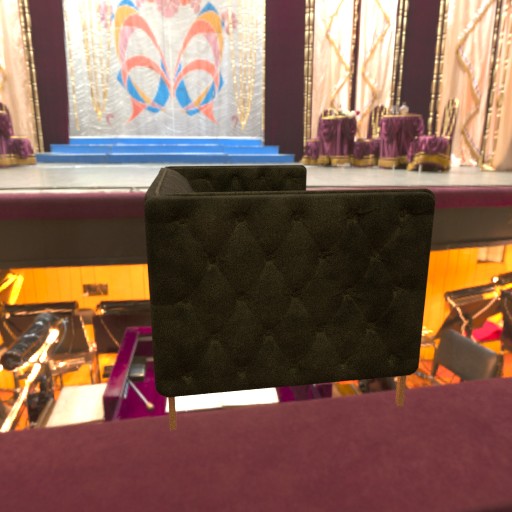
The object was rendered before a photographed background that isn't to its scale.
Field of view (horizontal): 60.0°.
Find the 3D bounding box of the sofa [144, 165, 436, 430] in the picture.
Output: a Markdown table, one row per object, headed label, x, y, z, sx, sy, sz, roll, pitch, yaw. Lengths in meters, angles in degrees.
| label | x | y | z | sx | sy | sz | roll | pitch | yaw |
| --- | --- | --- | --- | --- | --- | --- | --- | --- | --- |
| sofa | 0.000 | 0.000 | 2.086 | 0.895 | 0.768 | 1.537 | -2 | 15 | -9 |
